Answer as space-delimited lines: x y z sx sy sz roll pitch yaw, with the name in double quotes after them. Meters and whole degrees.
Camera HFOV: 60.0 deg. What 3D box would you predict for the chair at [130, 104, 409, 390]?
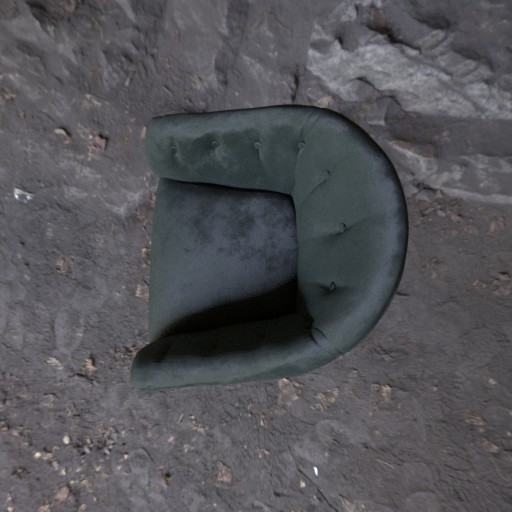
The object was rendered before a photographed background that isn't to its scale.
0.000 0.000 1.497 0.776 0.885 0.851 0 76 0 "chair"
